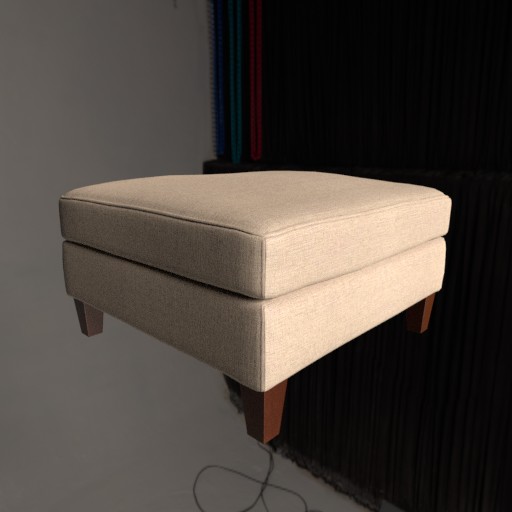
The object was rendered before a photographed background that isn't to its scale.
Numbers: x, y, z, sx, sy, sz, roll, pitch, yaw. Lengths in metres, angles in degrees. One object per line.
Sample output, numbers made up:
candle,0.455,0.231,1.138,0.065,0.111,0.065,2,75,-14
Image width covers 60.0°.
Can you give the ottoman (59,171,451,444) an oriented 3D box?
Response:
ottoman,0.000,0.000,1.327,0.838,0.481,0.838,13,19,42
